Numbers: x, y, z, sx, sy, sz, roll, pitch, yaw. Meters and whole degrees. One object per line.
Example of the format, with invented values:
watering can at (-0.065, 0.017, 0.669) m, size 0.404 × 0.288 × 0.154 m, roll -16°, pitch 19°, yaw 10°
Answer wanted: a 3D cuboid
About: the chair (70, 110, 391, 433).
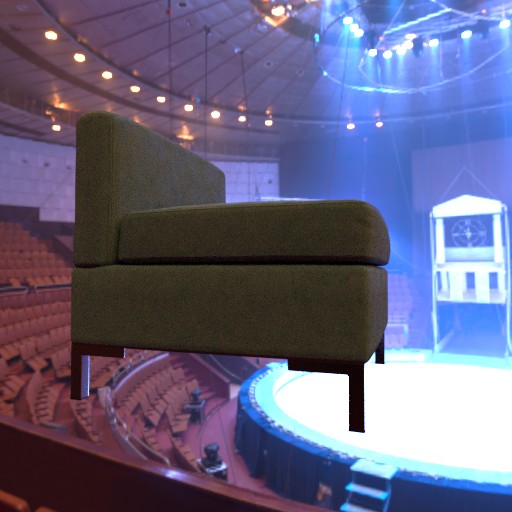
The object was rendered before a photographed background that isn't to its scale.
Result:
chair at (0.000, 0.000, 1.204) m, size 0.685 × 0.660 × 0.684 m, roll -1°, pitch -2°, yaw 19°
